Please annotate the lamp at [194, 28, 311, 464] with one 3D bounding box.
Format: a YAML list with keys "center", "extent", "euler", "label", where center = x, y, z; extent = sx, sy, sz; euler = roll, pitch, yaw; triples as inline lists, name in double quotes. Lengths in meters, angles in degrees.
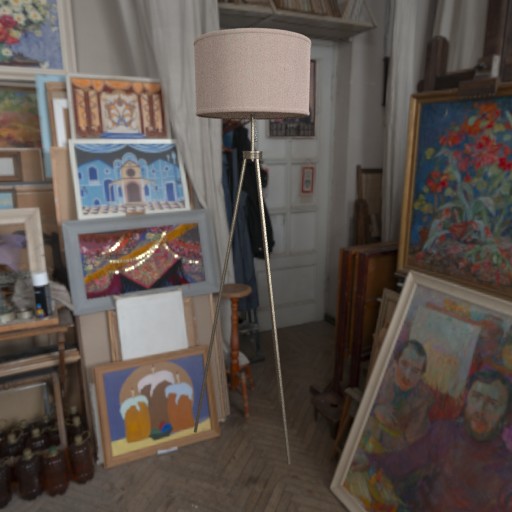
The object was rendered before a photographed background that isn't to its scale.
- center: [0.000, 0.000, 1.756]
  extent: [0.449, 1.545, 0.460]
  euler: [7, 15, 26]
  label: "lamp"
